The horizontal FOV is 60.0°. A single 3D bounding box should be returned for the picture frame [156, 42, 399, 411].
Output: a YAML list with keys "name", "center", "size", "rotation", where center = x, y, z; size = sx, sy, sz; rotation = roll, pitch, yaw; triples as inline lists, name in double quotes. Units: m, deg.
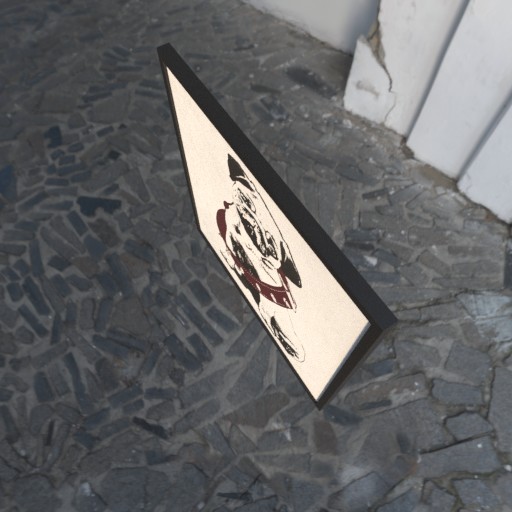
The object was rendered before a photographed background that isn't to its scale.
- name: "picture frame"
  center: [0.000, 0.000, 1.176]
  size: [0.032, 0.775, 0.775]
  rotation: [-29, 66, -15]
